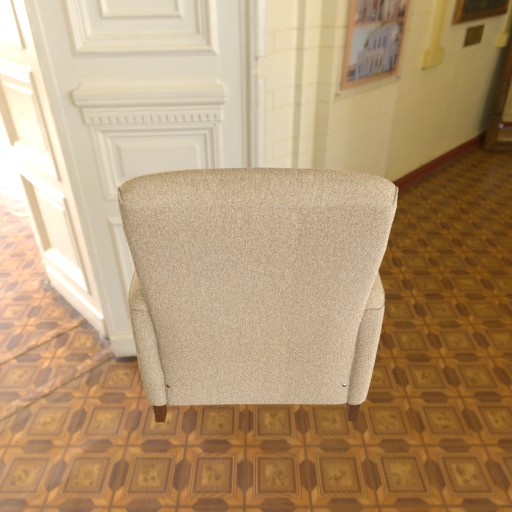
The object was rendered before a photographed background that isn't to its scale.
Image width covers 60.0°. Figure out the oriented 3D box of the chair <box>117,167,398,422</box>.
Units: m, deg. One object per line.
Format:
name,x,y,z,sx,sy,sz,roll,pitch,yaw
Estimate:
chair,0.000,0.000,1.653,0.848,1.014,0.864,0,33,0
